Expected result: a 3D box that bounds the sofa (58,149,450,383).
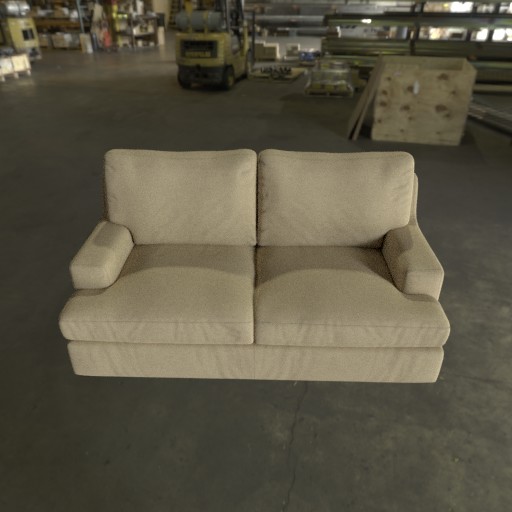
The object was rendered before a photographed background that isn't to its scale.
[{"bbox_3d":[0.000,0.000,2.401,1.885,0.967,0.962,1,31,1],"label":"sofa"}]
